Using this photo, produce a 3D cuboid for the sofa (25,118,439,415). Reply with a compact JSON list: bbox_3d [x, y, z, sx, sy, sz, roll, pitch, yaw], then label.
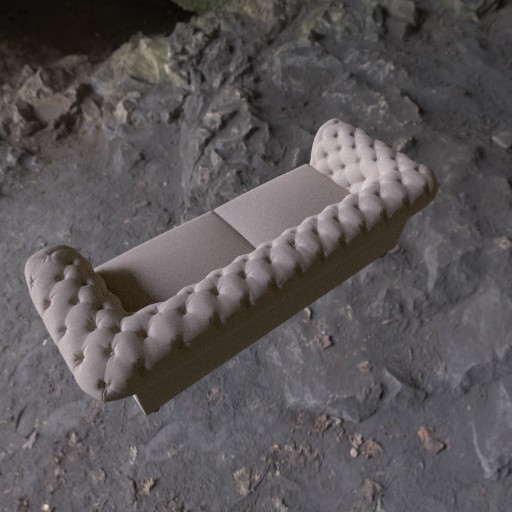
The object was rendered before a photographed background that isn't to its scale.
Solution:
[{"bbox_3d":[0.000,0.000,3.064,2.694,0.847,1.076,-30,53,-25],"label":"sofa"}]
